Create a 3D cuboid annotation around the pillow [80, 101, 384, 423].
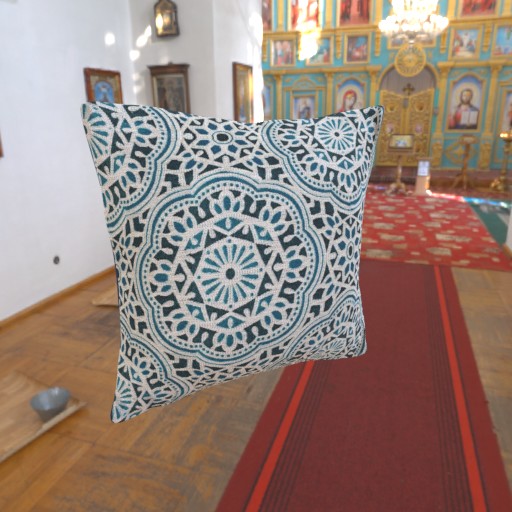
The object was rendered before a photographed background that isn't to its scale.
[{"bbox_3d":[0.000,0.000,0.639,0.440,0.420,0.145,-8,18,-26],"label":"pillow"}]
